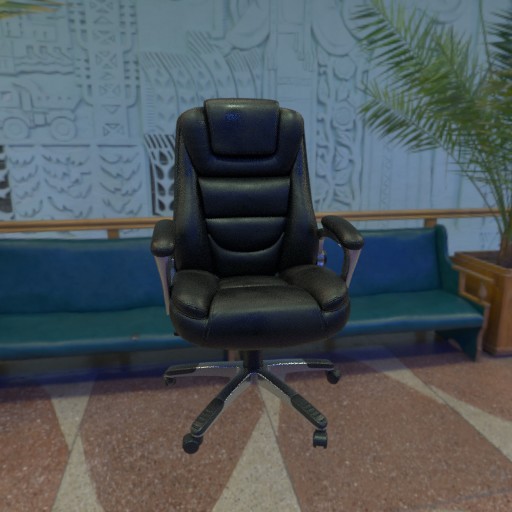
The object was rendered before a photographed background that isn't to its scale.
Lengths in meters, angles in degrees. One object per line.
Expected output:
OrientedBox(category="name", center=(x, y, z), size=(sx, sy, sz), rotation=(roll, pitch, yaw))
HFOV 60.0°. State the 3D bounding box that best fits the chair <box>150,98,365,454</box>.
OrientedBox(category="chair", center=(0.000, 0.000, 1.522), size=(0.697, 1.075, 0.689), rotation=(-2, 15, -8))
